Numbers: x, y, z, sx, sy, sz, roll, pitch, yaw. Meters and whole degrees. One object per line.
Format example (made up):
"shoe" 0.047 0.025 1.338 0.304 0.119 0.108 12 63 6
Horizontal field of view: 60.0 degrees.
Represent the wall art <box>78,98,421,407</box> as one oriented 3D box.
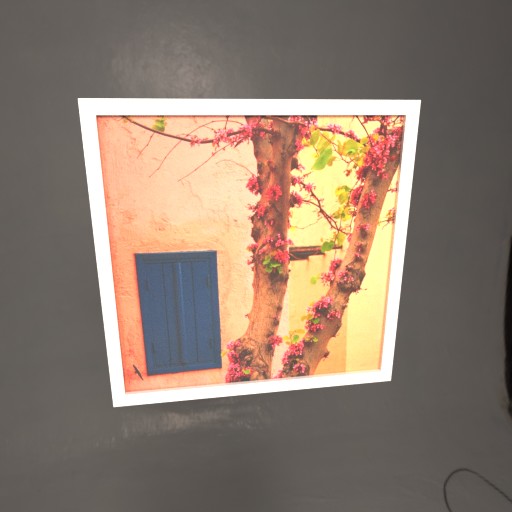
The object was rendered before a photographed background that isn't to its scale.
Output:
"wall art" 0.000 0.000 0.454 0.305 0.302 0.038 -3 18 -9
